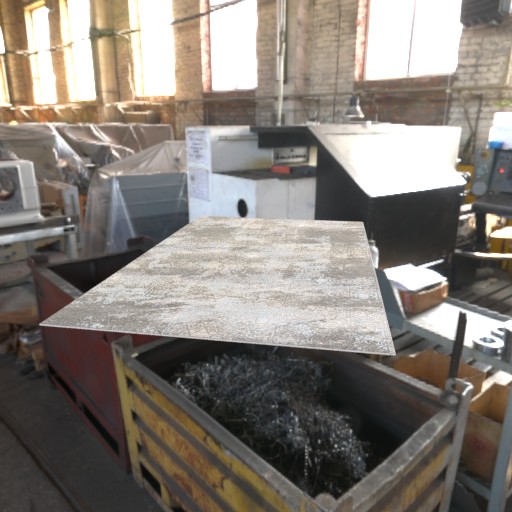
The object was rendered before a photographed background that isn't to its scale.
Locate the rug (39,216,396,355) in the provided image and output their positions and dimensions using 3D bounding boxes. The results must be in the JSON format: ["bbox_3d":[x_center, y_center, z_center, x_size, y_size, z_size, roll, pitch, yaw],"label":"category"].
[{"bbox_3d":[0.000,0.000,2.997,1.536,0.012,2.431,3,17,10],"label":"rug"}]
